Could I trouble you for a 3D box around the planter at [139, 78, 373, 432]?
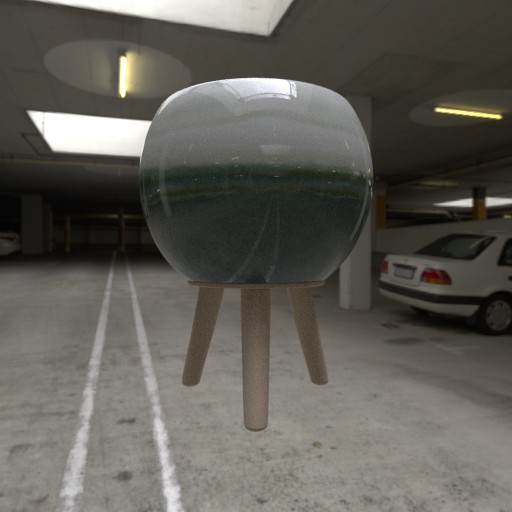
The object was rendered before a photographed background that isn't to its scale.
[{"bbox_3d":[0.000,0.000,0.434,0.222,0.278,0.222,0,0,0],"label":"planter"}]
